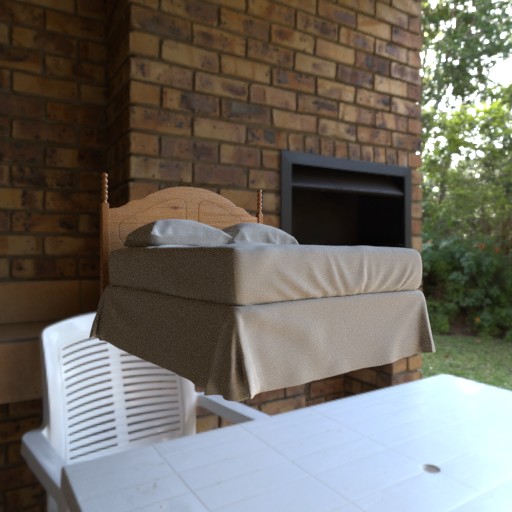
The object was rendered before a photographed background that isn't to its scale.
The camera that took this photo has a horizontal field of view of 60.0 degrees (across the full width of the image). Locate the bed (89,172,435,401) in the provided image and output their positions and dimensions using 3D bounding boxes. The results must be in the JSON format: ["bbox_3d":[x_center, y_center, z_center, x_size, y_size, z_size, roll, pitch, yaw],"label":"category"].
[{"bbox_3d":[0.000,0.000,3.324,1.873,1.356,2.040,0,1,-37],"label":"bed"}]
